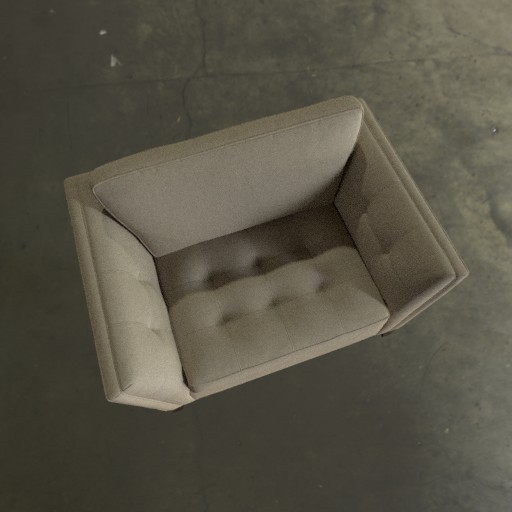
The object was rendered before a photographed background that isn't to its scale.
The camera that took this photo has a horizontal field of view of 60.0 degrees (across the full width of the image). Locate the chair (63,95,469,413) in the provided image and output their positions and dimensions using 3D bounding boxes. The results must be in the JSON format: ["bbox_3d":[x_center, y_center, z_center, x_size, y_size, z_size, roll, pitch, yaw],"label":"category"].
[{"bbox_3d":[0.000,0.000,2.039,1.397,0.940,0.965,-18,66,-8],"label":"chair"}]
